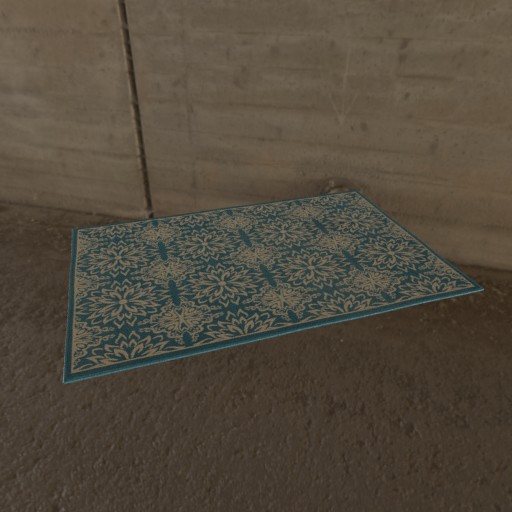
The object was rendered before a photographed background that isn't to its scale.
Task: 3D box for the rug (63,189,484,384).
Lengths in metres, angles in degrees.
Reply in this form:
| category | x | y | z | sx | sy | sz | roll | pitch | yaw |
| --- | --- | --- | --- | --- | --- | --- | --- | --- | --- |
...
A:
| category | x | y | z | sx | sy | sz | roll | pitch | yaw |
| --- | --- | --- | --- | --- | --- | --- | --- | --- | --- |
| rug | 0.000 | 0.000 | 2.303 | 1.833 | 0.012 | 1.211 | -10 | 33 | -15 |
